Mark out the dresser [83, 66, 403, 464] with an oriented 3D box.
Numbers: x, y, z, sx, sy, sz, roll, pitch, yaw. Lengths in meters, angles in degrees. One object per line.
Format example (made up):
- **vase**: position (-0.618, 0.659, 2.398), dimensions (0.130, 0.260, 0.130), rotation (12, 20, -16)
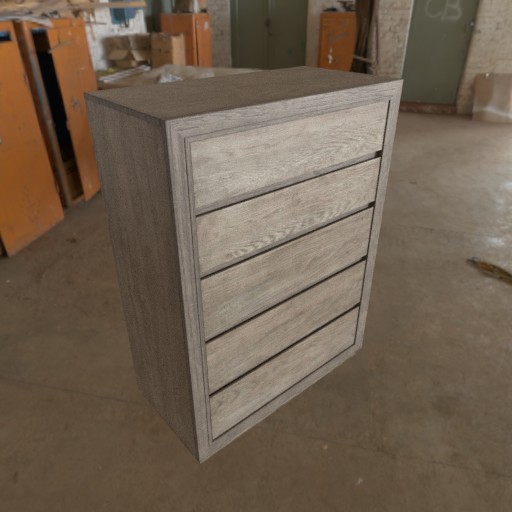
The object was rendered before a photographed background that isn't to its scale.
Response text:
- **dresser**: position (0.000, 0.000, 1.780), dimensions (0.967, 1.295, 0.483), rotation (-23, 37, -34)
